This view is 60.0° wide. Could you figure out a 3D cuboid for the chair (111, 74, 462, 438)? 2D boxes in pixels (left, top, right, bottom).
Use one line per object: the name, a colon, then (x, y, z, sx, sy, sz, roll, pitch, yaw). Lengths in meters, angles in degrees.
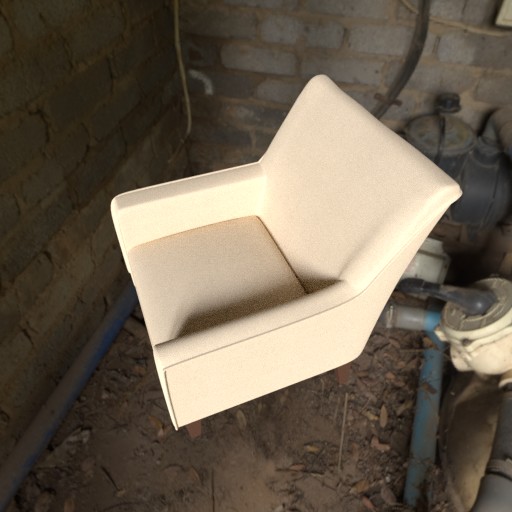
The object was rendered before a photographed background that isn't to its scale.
chair: (0.000, 0.000, 1.610, 0.899, 0.919, 0.780, -16, 47, -15)
